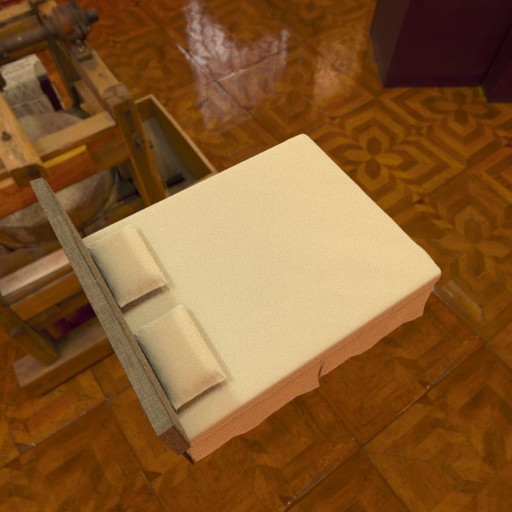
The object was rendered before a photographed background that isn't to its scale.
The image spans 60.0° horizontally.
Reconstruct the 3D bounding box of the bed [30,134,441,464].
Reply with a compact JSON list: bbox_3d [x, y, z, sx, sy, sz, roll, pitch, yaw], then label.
[{"bbox_3d":[0.000,0.000,2.874,1.958,1.168,1.621,-29,63,-16],"label":"bed"}]
